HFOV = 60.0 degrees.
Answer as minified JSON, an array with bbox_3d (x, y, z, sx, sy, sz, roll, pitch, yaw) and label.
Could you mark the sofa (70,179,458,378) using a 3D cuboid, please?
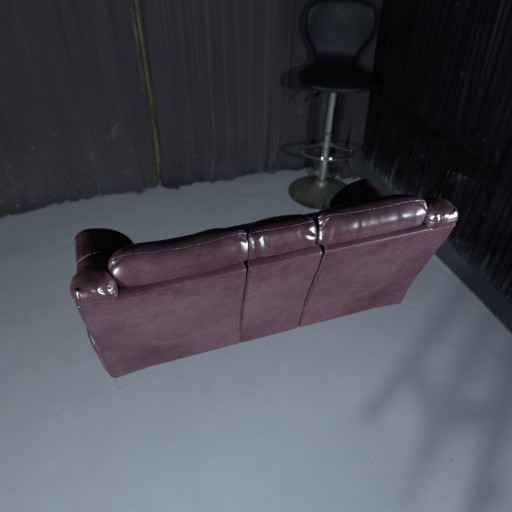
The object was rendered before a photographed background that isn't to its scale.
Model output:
[{"bbox_3d":[0.000,0.000,2.698,2.058,1.043,0.991,-12,42,-14],"label":"sofa"}]
